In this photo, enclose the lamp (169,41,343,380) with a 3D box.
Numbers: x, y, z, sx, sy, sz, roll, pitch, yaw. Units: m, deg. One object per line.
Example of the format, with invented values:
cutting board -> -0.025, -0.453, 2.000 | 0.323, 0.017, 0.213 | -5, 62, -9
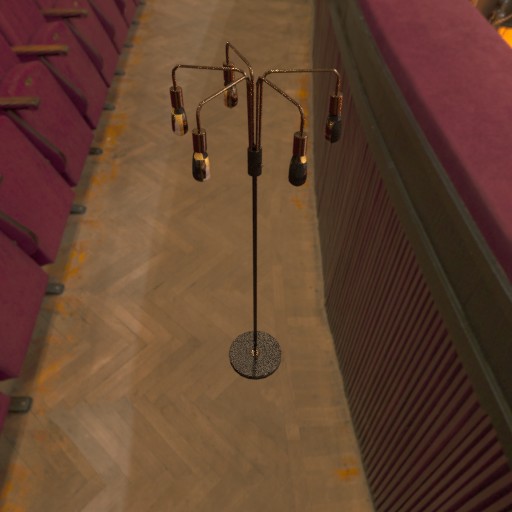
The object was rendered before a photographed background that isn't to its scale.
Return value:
lamp -> 0.000, 0.000, 2.024 | 0.599, 1.721, 0.572 | -3, 47, -3
